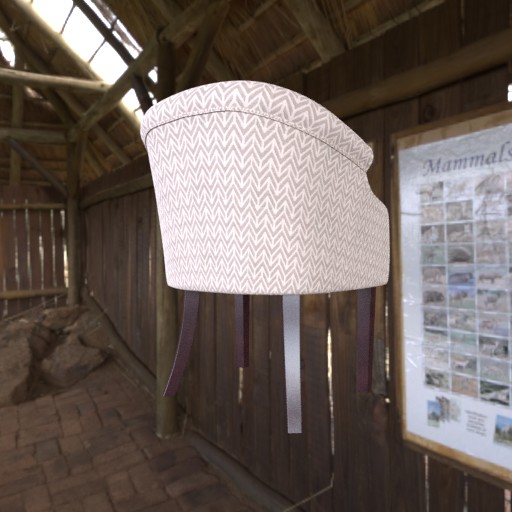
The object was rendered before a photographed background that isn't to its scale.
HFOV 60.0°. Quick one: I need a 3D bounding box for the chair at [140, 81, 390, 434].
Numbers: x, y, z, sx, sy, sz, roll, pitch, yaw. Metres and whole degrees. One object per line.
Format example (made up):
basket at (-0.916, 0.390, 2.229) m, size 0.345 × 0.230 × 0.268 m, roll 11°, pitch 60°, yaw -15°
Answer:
chair at (0.000, 0.000, 1.344) m, size 0.686 × 0.858 × 0.613 m, roll 1°, pitch 1°, yaw 37°
